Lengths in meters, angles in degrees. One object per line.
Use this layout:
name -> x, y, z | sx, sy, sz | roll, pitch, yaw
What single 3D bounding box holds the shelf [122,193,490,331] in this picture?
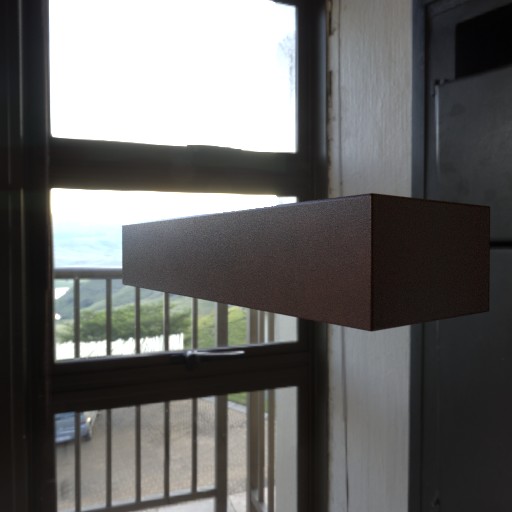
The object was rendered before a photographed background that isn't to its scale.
shelf -> 0.000, 0.000, 0.512 | 0.152, 0.088, 0.457 | -1, 1, -36
